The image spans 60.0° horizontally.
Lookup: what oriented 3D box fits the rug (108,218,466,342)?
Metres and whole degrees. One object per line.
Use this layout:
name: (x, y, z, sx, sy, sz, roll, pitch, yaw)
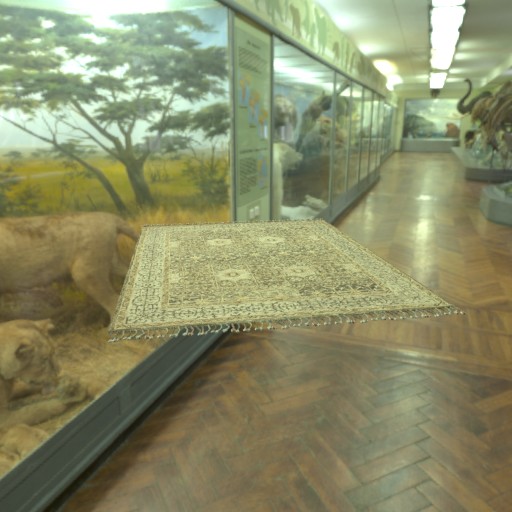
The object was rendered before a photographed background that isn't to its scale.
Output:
rug: (0.000, 0.000, 4.438, 2.431, 0.017, 3.291, -3, 17, -9)
